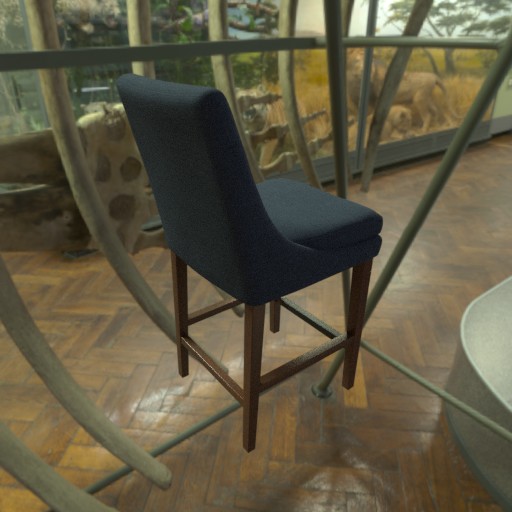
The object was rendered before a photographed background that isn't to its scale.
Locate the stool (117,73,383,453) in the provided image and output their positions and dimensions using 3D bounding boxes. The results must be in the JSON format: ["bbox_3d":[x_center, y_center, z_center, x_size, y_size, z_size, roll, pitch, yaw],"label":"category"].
[{"bbox_3d":[0.000,0.000,1.285,0.577,0.981,0.470,-19,33,-33],"label":"stool"}]
